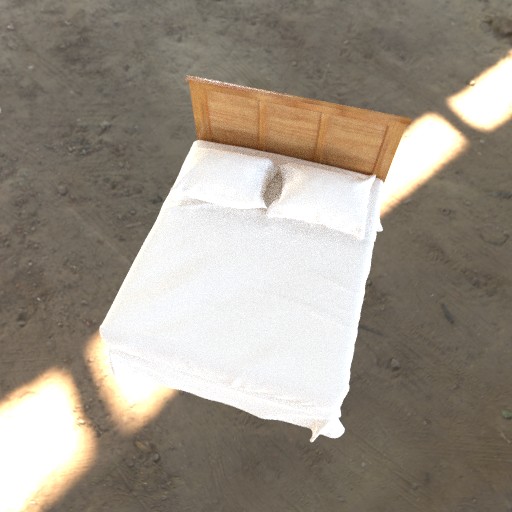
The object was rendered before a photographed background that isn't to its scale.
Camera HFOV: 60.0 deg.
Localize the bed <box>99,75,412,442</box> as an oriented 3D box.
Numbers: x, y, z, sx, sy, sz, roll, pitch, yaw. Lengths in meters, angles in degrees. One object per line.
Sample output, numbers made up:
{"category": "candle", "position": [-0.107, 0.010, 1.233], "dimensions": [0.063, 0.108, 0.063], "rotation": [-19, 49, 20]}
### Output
{"category": "bed", "position": [0.000, 0.000, 3.223], "dimensions": [1.870, 1.273, 2.035], "rotation": [14, 60, 8]}
